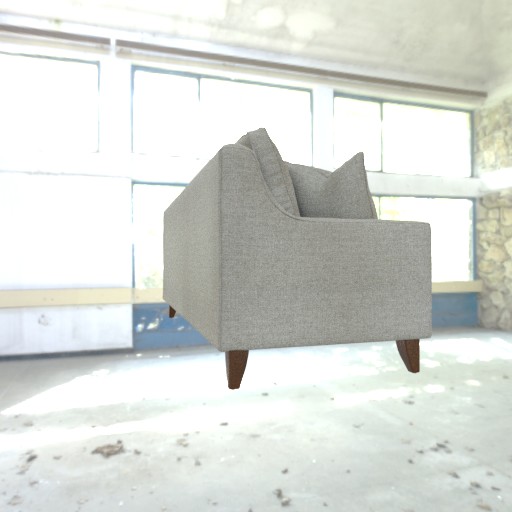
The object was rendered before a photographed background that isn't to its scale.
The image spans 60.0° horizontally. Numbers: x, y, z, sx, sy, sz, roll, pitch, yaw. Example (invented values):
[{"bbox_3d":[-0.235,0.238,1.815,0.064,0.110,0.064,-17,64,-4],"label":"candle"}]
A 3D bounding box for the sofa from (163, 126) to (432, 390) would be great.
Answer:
[{"bbox_3d":[0.000,0.000,2.521,0.865,0.914,2.031,0,-1,-17],"label":"sofa"}]
